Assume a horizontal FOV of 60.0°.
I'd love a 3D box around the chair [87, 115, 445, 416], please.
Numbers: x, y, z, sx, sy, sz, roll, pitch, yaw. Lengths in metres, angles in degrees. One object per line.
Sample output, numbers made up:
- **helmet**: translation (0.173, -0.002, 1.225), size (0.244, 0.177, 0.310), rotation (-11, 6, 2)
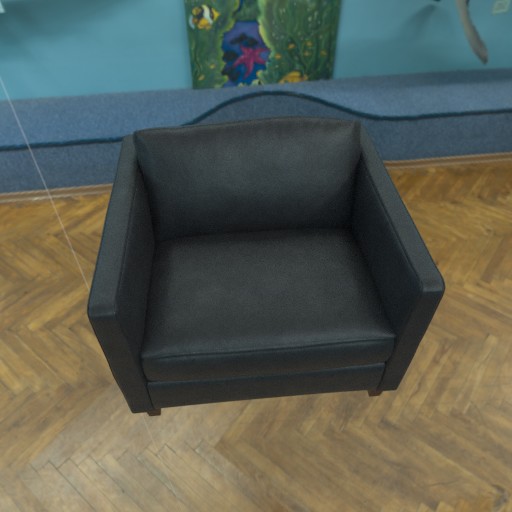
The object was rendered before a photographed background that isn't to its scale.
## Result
- **chair**: translation (0.000, 0.000, 1.587), size (0.939, 0.811, 0.862), rotation (-4, 46, -4)
